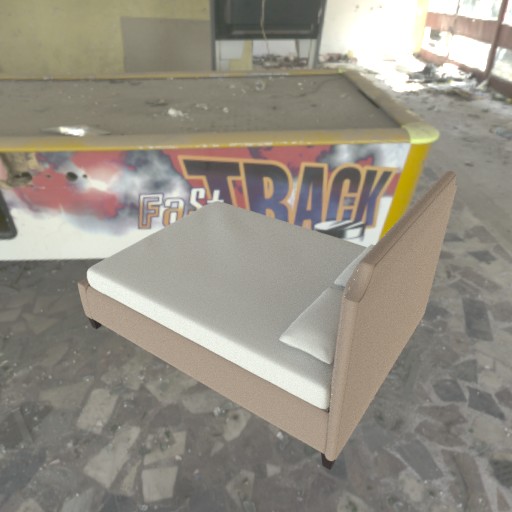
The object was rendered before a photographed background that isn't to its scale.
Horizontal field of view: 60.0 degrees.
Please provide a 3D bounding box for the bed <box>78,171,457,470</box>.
[{"bbox_3d":[0.000,0.000,3.439,2.372,1.443,1.713,20,37,30],"label":"bed"}]
